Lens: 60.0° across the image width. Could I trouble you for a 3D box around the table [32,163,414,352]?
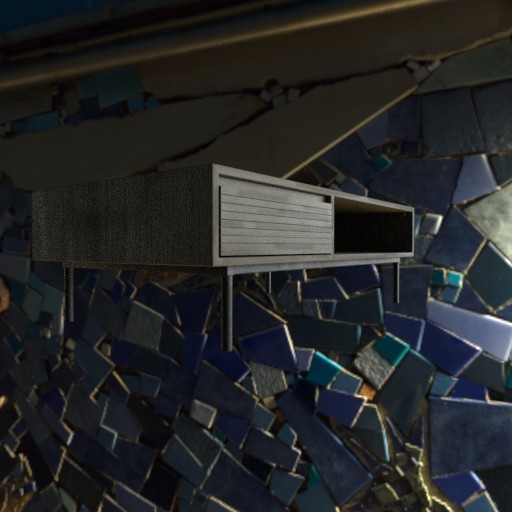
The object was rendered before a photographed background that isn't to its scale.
[{"bbox_3d":[0.000,0.000,1.396,0.643,0.347,1.088,1,1,37],"label":"table"}]
